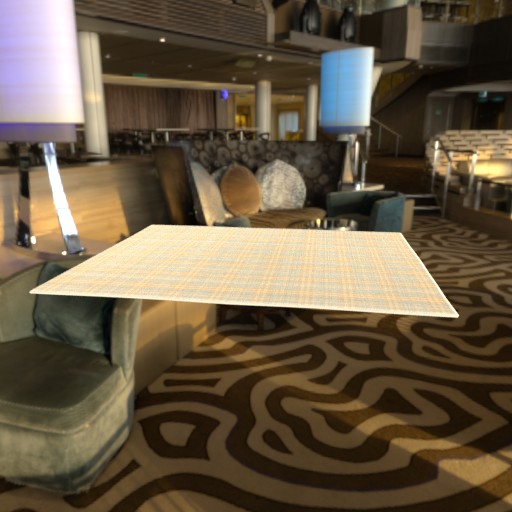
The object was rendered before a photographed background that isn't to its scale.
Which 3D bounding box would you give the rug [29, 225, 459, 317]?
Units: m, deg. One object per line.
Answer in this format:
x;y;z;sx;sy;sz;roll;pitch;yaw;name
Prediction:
0.000;0.000;4.248;3.066;0.030;2.462;2;16;8;rug
